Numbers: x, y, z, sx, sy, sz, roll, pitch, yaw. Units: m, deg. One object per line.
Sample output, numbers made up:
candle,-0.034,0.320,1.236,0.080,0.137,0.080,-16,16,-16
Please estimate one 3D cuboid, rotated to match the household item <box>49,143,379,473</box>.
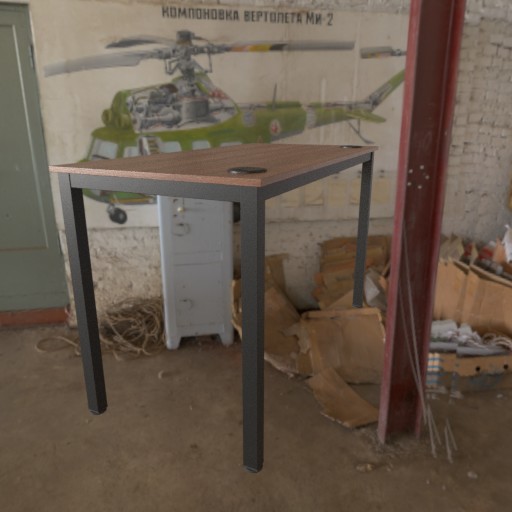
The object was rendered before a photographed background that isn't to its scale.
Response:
household item,0.000,0.000,1.636,0.600,0.750,1.200,8,19,24
